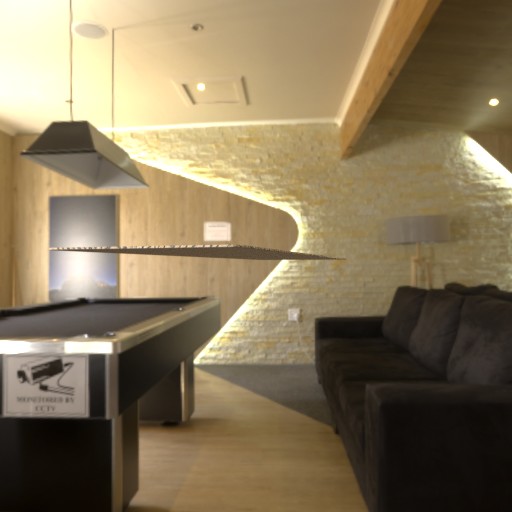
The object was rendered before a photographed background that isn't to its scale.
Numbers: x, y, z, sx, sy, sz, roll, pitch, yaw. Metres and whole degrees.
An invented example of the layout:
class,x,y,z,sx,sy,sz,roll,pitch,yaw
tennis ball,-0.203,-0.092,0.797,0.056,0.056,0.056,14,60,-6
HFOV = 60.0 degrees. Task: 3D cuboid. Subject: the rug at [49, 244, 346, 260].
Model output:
class,x,y,z,sx,sy,sz,roll,pitch,yaw
rug,0.000,0.000,2.431,0.686,0.008,2.286,0,-1,19
